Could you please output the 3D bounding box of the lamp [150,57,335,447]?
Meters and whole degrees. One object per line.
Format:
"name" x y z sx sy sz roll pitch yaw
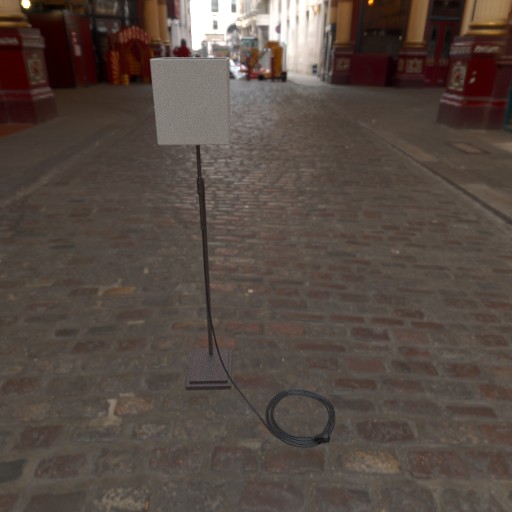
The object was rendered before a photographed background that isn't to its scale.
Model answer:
"lamp" 0.000 0.000 1.971 0.774 1.600 0.698 -1 25 -2
